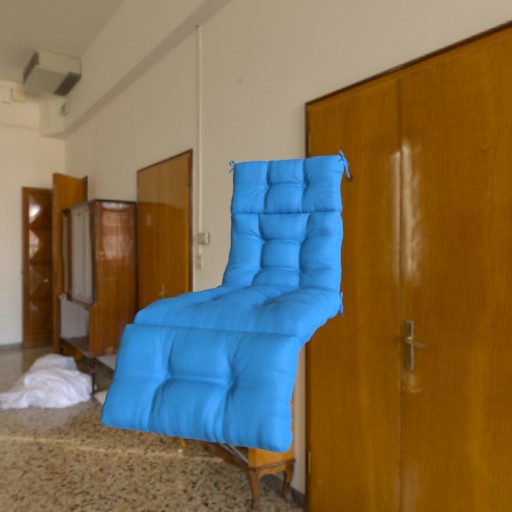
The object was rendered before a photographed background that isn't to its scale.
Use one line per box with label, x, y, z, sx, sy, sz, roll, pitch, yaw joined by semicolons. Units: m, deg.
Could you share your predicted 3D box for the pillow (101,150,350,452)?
pillow;0.000;0.000;1.484;0.526;0.863;1.016;0;1;19
